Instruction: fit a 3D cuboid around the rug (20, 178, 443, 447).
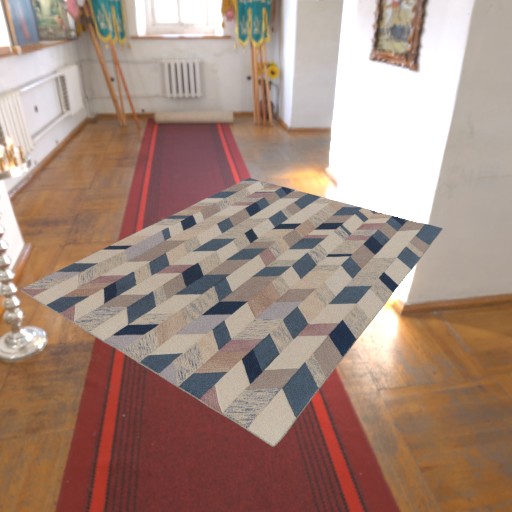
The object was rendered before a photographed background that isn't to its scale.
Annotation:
[{"bbox_3d":[0.000,0.000,4.003,2.451,0.011,3.072,20,36,30],"label":"rug"}]
